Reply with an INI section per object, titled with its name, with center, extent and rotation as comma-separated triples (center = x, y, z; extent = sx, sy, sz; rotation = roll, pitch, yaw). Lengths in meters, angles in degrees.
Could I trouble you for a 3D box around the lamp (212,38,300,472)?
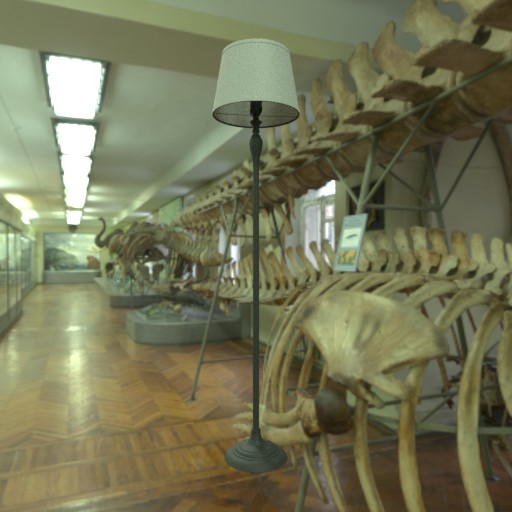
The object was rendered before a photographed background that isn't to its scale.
[lamp]
center = 0.000, 0.000, 1.660
extent = 0.327, 1.506, 0.327
rotation = 0, 0, 37
